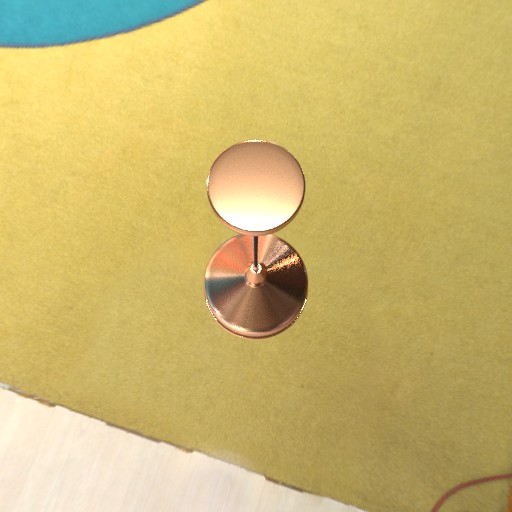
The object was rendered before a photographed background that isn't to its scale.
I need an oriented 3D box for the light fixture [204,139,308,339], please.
[{"bbox_3d":[0.000,0.000,0.915,0.301,0.754,0.301,-20,77,-5],"label":"light fixture"}]
